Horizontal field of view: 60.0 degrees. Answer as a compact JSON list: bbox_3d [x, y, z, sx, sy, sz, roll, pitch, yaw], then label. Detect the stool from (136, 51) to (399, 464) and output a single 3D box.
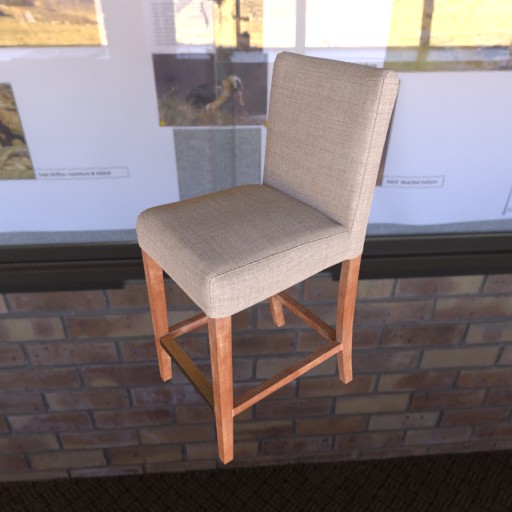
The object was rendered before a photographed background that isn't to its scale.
[{"bbox_3d":[0.000,0.000,1.314,0.567,1.039,0.454,-21,37,-30],"label":"stool"}]
